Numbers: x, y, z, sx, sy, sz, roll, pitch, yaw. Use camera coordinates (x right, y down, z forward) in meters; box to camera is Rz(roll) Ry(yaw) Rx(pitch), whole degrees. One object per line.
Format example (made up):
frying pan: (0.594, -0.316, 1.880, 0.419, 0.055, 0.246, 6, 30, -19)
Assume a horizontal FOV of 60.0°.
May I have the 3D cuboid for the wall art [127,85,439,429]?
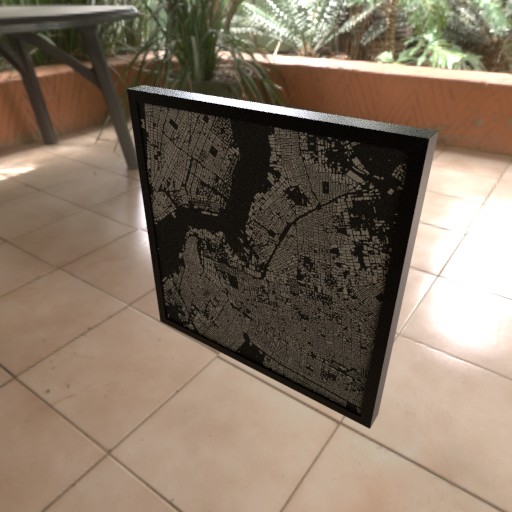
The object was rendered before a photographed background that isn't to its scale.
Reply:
wall art: (0.000, 0.000, 0.771, 0.506, 0.506, 0.038, 20, 36, 29)
